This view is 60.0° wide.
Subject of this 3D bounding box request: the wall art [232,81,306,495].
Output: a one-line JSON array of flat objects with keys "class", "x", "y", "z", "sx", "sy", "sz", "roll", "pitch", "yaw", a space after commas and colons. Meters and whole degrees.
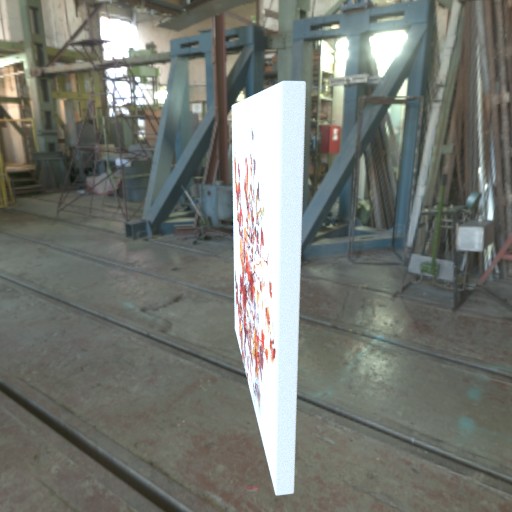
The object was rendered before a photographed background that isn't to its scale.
[{"class": "wall art", "x": 0.000, "y": 0.000, "z": 1.121, "sx": 0.037, "sy": 0.757, "sz": 0.757, "roll": -2, "pitch": 16, "yaw": -8}]
